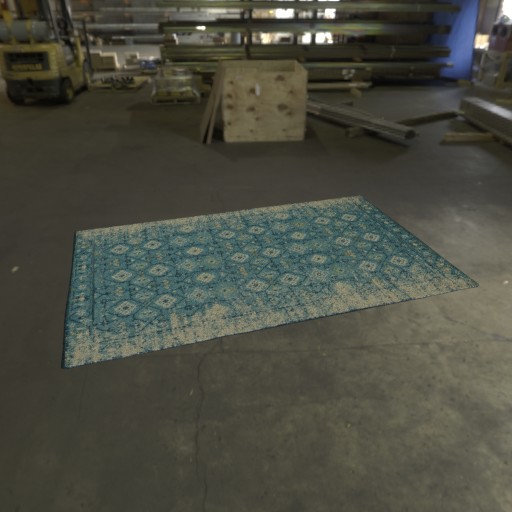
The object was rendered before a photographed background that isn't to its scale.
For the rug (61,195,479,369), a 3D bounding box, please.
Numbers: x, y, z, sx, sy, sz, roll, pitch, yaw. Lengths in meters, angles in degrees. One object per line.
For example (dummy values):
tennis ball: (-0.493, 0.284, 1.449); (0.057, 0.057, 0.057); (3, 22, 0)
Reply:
rug: (0.000, 0.000, 3.071); (2.449, 0.015, 1.530); (-9, 31, -15)
